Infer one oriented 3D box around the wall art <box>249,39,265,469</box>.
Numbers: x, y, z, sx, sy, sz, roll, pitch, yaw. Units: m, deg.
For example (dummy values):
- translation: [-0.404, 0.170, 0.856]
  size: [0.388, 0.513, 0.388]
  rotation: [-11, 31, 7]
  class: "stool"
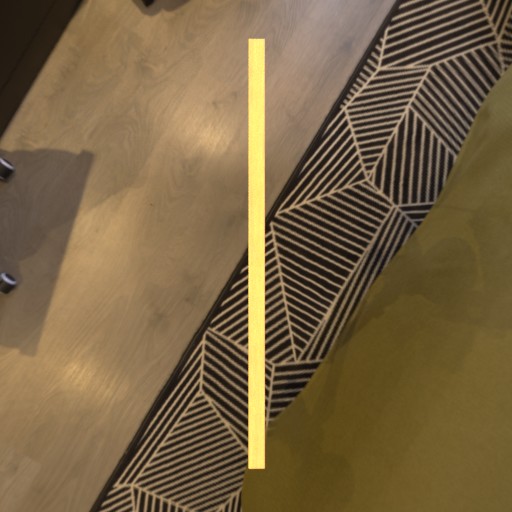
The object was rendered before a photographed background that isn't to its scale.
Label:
- translation: [0.000, 0.000, 1.324]
  size: [0.030, 1.002, 0.798]
  rotation: [0, 89, 0]
  class: "wall art"
